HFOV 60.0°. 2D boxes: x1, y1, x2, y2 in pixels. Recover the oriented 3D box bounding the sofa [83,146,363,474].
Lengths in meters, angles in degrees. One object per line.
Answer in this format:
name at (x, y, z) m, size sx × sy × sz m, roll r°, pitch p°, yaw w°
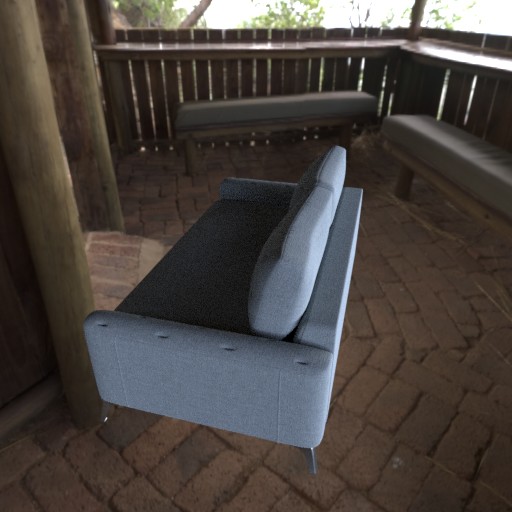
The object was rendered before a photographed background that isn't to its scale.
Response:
sofa at (0.000, 0.000, 2.193) m, size 0.920 × 0.790 × 1.650 m, roll 8°, pitch 30°, yaw 13°
